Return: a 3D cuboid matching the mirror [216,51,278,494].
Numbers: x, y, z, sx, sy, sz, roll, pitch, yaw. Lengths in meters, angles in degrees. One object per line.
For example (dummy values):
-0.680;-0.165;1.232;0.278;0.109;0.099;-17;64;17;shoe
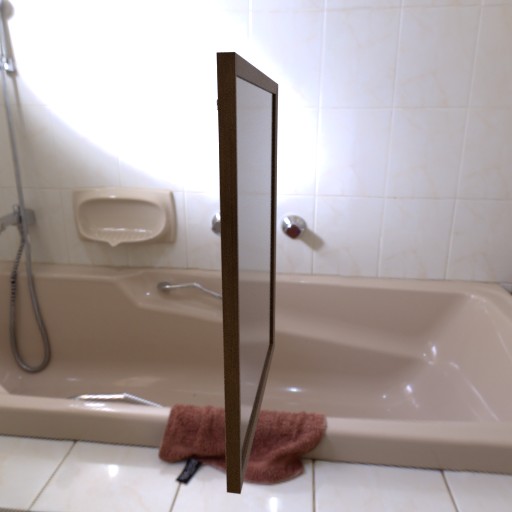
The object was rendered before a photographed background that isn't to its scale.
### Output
0.000;0.000;1.325;0.040;1.016;0.762;3;17;8;mirror
